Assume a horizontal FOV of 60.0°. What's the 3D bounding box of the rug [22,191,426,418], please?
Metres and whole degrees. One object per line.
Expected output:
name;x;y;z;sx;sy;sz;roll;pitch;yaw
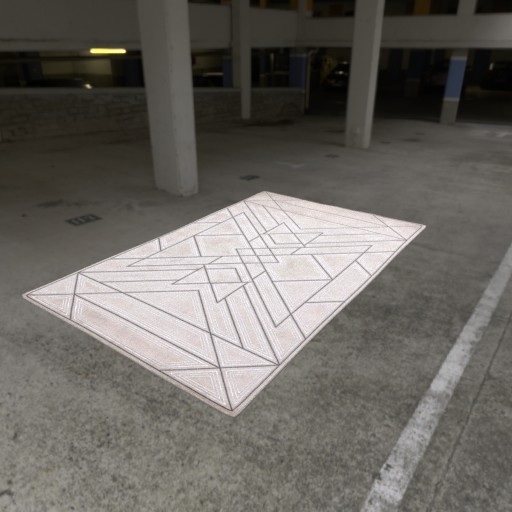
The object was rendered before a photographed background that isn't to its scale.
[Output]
rug;0.000;0.000;3.033;1.575;0.023;2.459;18;31;32
